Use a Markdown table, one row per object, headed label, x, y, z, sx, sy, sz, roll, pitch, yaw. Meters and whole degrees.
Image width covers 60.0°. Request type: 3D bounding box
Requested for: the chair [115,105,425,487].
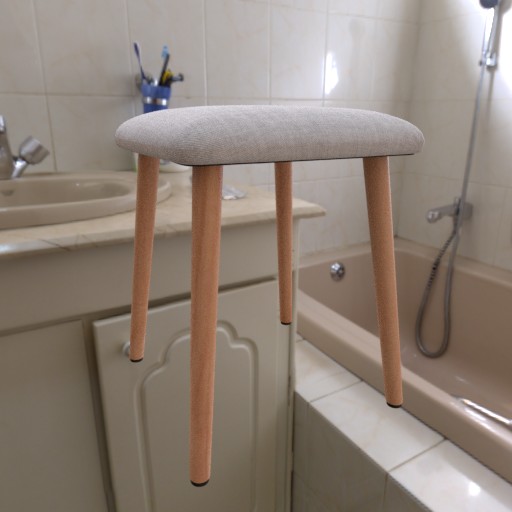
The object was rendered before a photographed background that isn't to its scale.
| label | x | y | z | sx | sy | sz | roll | pitch | yaw |
| --- | --- | --- | --- | --- | --- | --- | --- | --- | --- |
| chair | 0.000 | 0.000 | 0.684 | 0.350 | 0.440 | 0.350 | -9 | 20 | -27 |
